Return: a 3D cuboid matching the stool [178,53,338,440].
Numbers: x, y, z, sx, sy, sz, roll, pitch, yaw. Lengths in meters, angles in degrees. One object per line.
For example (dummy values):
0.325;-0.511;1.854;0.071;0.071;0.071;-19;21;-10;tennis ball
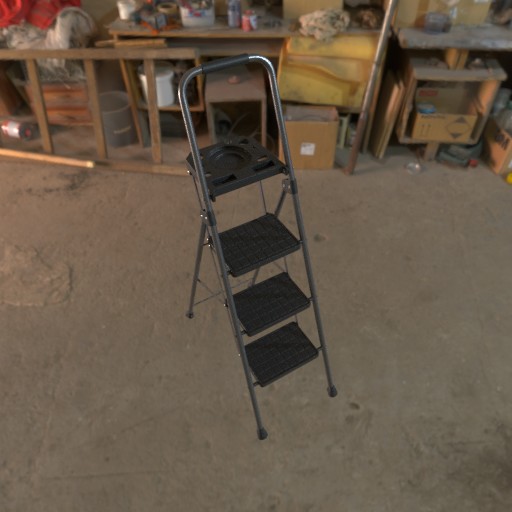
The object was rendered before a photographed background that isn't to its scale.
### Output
0.000;0.000;1.590;0.396;1.277;0.733;-23;51;-21;stool
